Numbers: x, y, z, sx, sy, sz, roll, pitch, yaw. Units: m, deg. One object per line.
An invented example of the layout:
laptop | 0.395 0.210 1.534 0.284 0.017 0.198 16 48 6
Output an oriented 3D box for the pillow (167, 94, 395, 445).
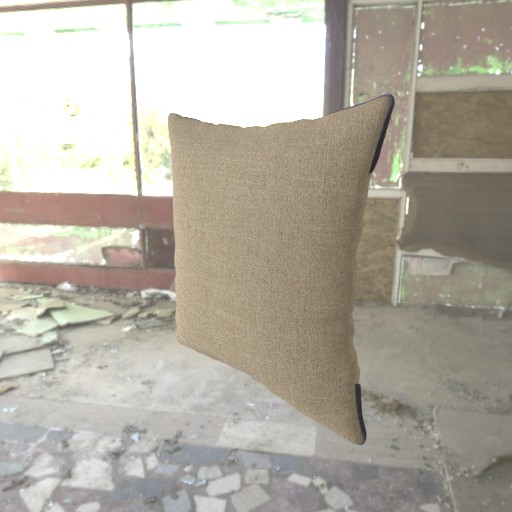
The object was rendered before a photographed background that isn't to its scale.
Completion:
pillow | 0.000 0.000 0.685 0.147 0.441 0.440 -14 20 -42
